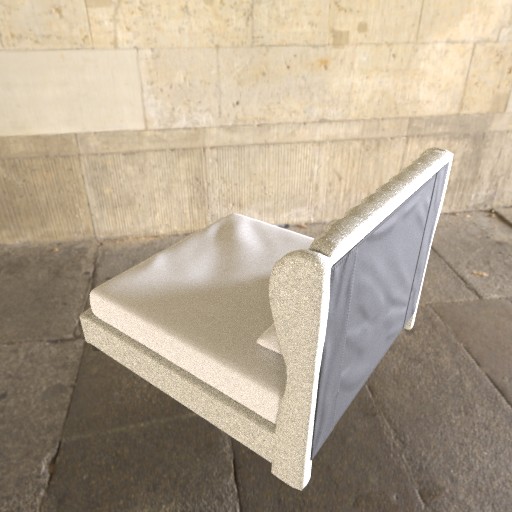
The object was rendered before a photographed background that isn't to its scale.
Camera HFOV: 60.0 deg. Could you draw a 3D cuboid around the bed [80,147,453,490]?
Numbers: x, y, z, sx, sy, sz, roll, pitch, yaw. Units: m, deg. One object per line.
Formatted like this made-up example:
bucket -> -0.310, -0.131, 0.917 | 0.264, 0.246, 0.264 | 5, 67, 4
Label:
bed -> 0.000, 0.000, 3.804 | 2.347, 1.771, 2.219 | 21, 36, 31
